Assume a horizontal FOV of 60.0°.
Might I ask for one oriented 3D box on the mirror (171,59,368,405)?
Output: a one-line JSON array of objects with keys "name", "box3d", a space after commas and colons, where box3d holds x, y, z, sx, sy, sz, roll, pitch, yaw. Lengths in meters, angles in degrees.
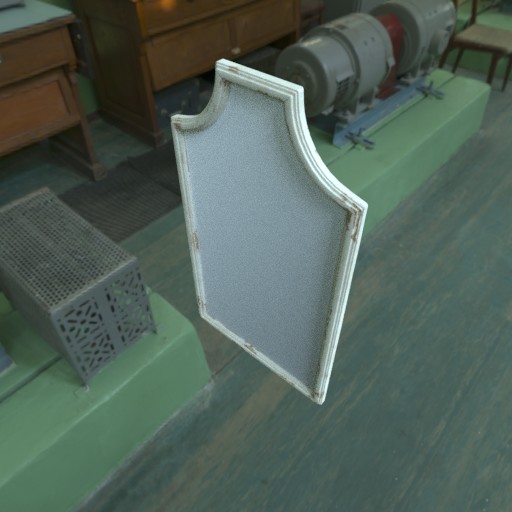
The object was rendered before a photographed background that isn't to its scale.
[{"name": "mirror", "box3d": [0.000, 0.000, 0.873, 0.403, 0.717, 0.022, 31, 53, 27]}]
